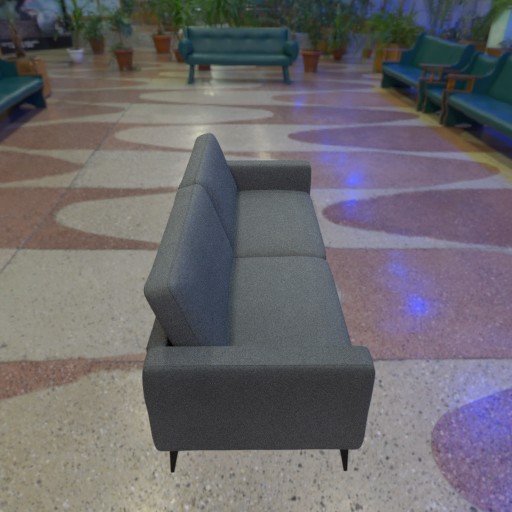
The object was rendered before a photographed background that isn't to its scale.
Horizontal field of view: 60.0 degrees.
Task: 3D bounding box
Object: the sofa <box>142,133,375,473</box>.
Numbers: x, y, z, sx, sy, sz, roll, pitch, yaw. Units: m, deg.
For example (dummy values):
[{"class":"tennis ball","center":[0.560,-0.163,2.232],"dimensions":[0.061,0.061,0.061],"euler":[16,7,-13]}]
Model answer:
[{"class":"sofa","center":[0.000,0.000,2.311],"dimensions":[0.774,0.828,1.925],"euler":[0,32,0]}]
